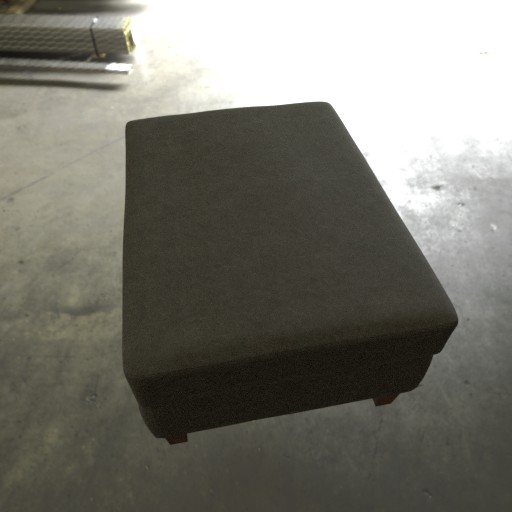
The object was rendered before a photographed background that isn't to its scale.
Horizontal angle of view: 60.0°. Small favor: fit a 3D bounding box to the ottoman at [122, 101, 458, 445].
[{"bbox_3d":[0.000,0.000,1.202,0.639,0.464,0.839,-8,48,-7],"label":"ottoman"}]
